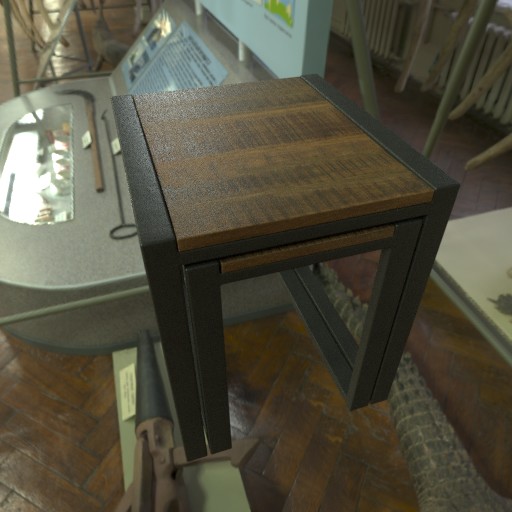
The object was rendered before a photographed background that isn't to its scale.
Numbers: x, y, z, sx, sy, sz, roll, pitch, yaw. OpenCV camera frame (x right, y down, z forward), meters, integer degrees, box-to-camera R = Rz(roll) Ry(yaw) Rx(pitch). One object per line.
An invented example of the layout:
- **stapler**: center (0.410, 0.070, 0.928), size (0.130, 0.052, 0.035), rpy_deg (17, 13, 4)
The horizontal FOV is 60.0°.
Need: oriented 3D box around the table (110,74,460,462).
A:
- **table**: center (0.000, 0.000, 0.931), size (0.449, 0.550, 0.500), rpy_deg (-12, 42, -14)
